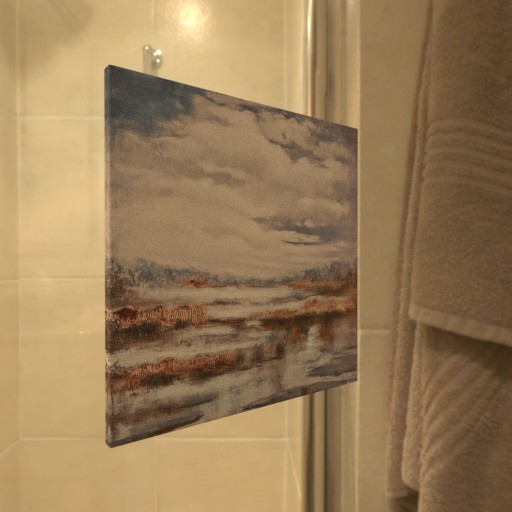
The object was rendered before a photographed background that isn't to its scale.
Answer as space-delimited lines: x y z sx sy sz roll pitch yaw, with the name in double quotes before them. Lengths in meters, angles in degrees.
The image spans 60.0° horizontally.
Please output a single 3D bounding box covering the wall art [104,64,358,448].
"wall art" 0.000 0.000 1.316 0.888 0.897 0.035 0 1 -38
